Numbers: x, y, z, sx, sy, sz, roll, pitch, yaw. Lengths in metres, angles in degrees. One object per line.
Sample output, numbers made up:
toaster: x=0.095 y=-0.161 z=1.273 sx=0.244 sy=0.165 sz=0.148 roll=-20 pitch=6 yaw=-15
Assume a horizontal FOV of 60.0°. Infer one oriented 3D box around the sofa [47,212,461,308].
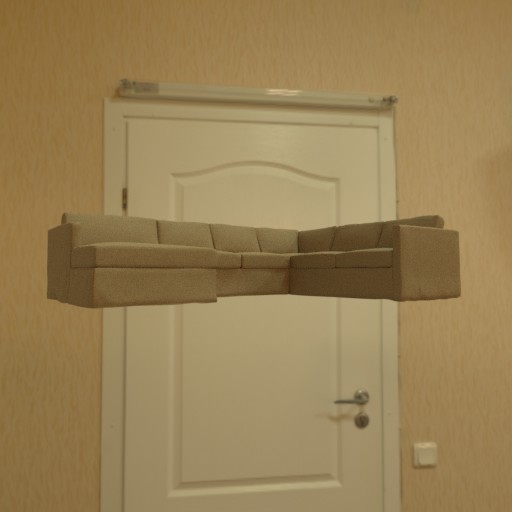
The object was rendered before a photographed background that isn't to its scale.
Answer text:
sofa: x=0.000 y=0.000 z=4.537 sx=3.528 sy=0.878 sz=2.476 roll=2 pitch=-3 yaw=-36
